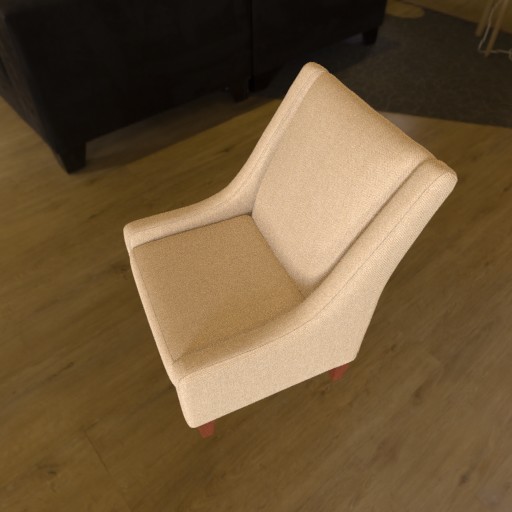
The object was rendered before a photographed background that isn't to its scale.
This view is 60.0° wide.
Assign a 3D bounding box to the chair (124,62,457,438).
[{"bbox_3d":[0.000,0.000,1.638,0.870,1.014,0.774,-18,49,-16],"label":"chair"}]
